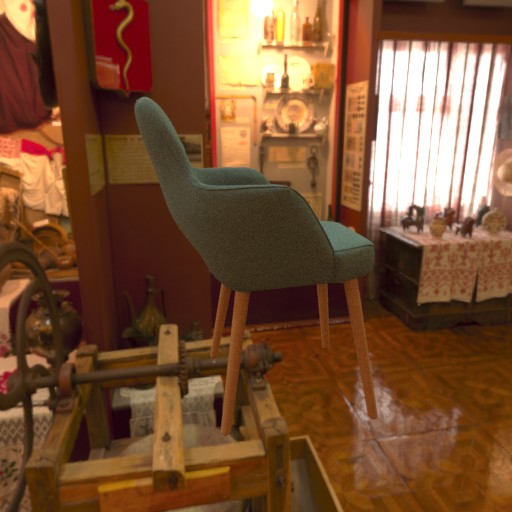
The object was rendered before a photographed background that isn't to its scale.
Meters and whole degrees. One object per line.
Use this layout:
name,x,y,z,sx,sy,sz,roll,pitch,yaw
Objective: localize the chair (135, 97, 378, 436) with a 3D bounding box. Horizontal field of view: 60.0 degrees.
chair,0.000,0.000,1.373,0.666,0.920,0.589,-3,16,-9
